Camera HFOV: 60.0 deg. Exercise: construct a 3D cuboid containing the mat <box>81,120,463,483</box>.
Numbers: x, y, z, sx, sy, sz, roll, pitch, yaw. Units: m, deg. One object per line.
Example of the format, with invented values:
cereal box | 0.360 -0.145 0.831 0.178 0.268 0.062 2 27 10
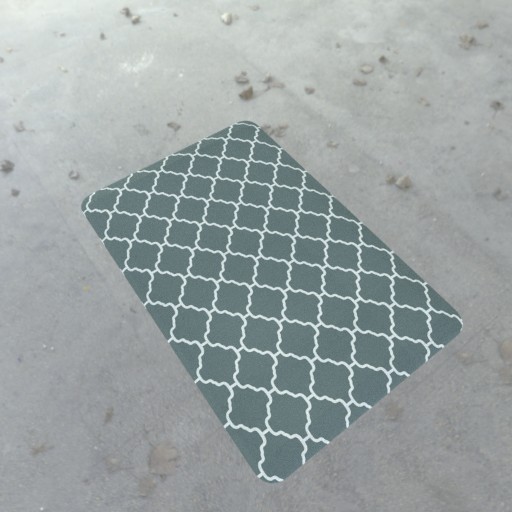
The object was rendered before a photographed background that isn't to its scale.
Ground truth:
mat | 0.000 0.000 0.966 0.508 0.021 0.762 -32 63 -19
